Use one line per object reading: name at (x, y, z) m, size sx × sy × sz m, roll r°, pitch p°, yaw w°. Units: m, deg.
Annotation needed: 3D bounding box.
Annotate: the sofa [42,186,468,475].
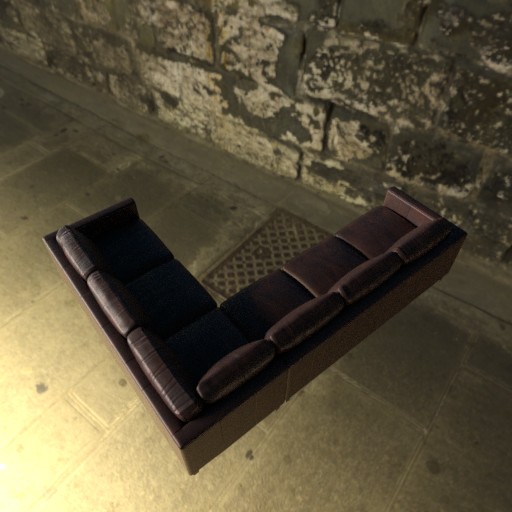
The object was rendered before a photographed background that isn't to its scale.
sofa at (0.000, 0.000, 4.316) m, size 3.152 × 0.836 × 2.438 m, roll -30°, pitch 55°, yaw -25°
